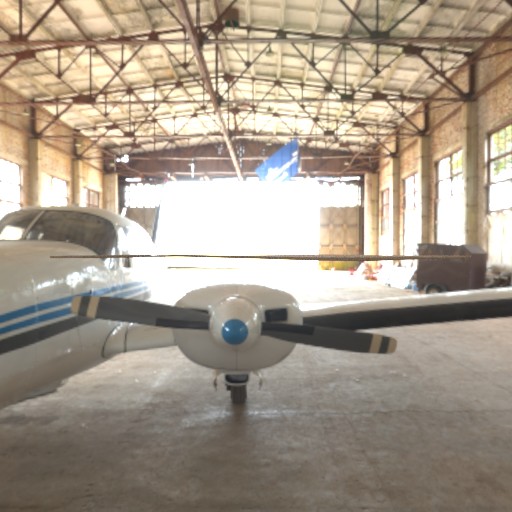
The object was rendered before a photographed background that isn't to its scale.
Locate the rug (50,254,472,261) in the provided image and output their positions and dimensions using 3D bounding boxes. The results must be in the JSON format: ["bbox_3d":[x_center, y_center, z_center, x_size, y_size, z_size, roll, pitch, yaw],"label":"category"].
[{"bbox_3d":[0.000,0.000,3.670,2.869,0.038,2.032,0,0,38],"label":"rug"}]
